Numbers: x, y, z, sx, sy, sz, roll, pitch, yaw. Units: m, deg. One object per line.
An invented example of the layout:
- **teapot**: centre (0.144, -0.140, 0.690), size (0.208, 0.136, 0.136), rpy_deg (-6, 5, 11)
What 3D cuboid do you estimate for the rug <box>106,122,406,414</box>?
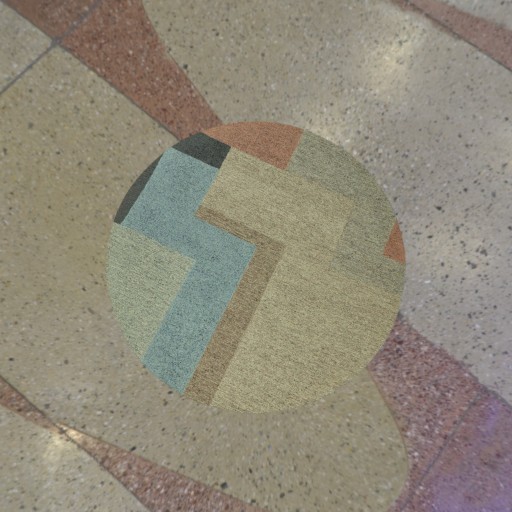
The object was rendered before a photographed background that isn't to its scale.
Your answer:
- **rug**: centre (0.000, 0.000, 3.645), size (2.461, 0.033, 2.461), rpy_deg (0, 76, 0)
